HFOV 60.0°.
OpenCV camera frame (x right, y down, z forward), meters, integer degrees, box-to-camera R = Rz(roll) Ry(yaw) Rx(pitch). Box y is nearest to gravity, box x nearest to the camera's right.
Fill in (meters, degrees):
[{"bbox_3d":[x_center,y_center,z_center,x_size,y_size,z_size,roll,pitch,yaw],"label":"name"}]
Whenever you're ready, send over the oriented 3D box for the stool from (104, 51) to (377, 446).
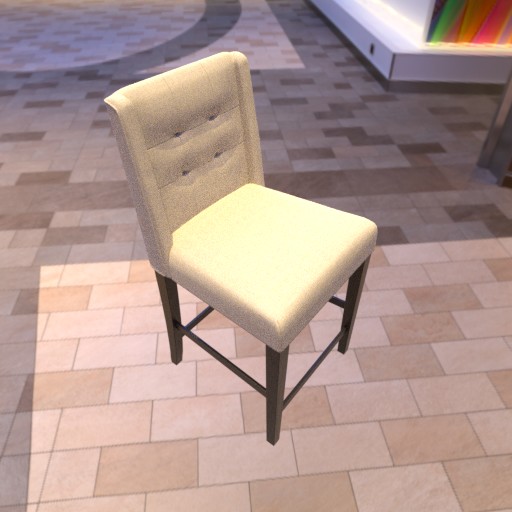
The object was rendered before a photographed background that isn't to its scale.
[{"bbox_3d":[0.000,0.000,1.260,0.509,0.939,0.474,27,47,28],"label":"stool"}]
